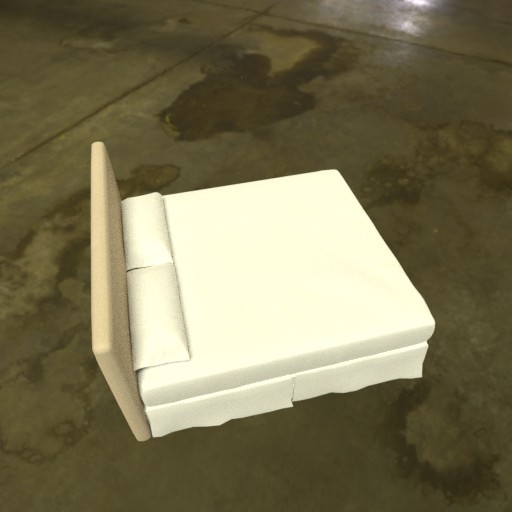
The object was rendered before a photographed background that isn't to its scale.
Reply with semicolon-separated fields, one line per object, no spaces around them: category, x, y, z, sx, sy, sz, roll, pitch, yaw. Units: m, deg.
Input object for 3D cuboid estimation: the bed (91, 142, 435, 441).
bed;0.000;0.000;3.631;2.319;1.317;2.119;-11;47;-10
